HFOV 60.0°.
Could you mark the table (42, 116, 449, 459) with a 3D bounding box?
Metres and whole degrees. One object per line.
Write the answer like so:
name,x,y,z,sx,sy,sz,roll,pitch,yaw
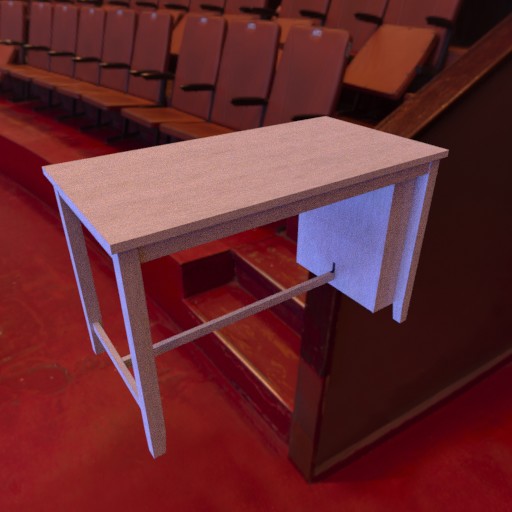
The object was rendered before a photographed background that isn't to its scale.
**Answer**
table,0.000,0.000,1.925,1.397,0.874,0.729,-19,35,-30
